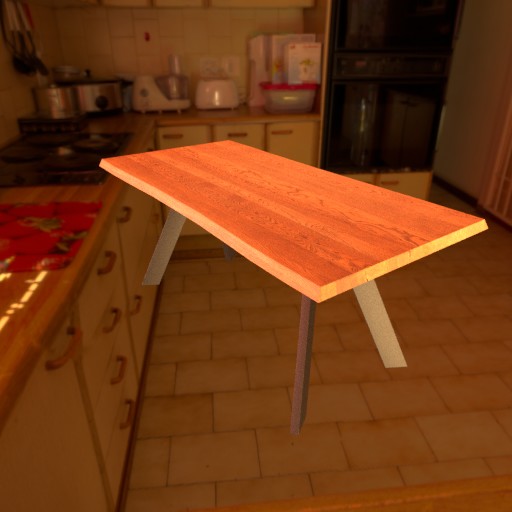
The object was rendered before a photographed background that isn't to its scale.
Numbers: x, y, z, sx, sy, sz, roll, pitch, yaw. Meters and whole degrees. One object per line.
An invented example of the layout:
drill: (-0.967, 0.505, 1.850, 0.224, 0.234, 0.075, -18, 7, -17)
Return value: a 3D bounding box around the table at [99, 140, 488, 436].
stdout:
table: (0.000, 0.000, 2.272, 0.900, 0.770, 1.800, -18, 32, -32)
